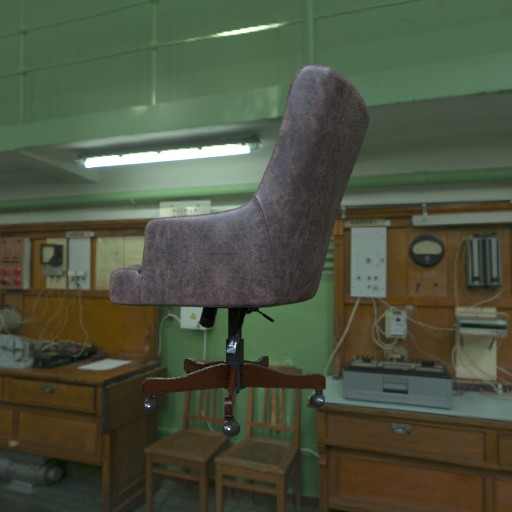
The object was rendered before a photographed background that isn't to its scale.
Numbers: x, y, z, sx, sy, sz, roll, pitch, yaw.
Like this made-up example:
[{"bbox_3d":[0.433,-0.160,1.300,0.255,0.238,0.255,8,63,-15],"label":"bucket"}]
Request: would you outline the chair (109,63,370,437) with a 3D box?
[{"bbox_3d":[0.000,0.000,1.532,0.762,1.035,0.641,0,-1,18],"label":"chair"}]
